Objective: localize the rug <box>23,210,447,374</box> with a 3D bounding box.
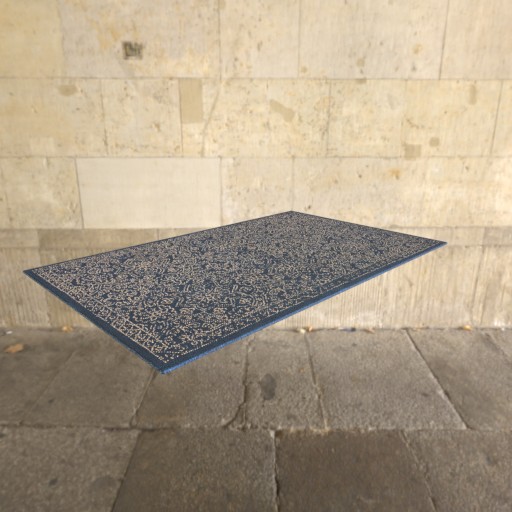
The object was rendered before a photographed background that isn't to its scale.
[{"bbox_3d":[0.000,0.000,2.958,2.441,0.015,1.526,-17,24,-42],"label":"rug"}]
